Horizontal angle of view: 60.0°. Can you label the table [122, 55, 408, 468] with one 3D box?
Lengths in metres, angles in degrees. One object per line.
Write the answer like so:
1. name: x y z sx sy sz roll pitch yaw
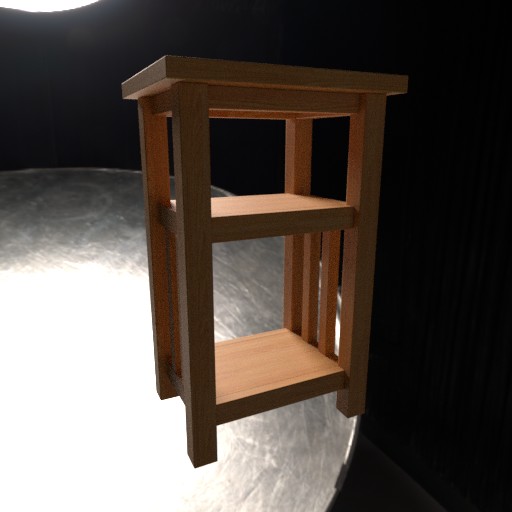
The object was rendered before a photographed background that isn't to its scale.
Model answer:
1. table: 0.000 0.000 0.739 0.350 0.550 0.270 -7 16 -25
